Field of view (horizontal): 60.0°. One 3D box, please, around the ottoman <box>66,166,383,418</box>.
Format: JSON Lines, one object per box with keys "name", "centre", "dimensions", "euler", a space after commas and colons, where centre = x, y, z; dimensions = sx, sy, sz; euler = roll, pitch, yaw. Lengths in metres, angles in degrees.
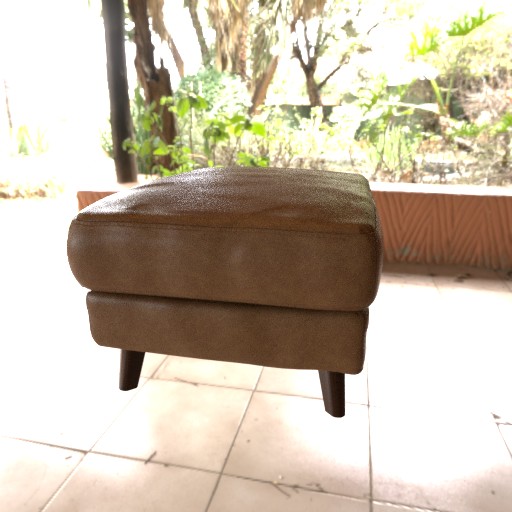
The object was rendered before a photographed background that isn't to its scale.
{"name": "ottoman", "centre": [0.000, 0.000, 1.230], "dimensions": [0.630, 0.461, 0.869], "euler": [3, 17, 11]}
